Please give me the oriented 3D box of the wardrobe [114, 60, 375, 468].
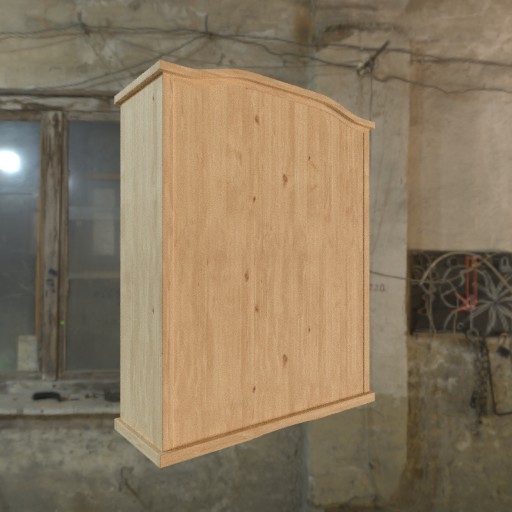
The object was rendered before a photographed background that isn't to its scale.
[{"bbox_3d":[0.000,0.000,2.629,1.500,1.870,0.570,0,0,-37],"label":"wardrobe"}]
